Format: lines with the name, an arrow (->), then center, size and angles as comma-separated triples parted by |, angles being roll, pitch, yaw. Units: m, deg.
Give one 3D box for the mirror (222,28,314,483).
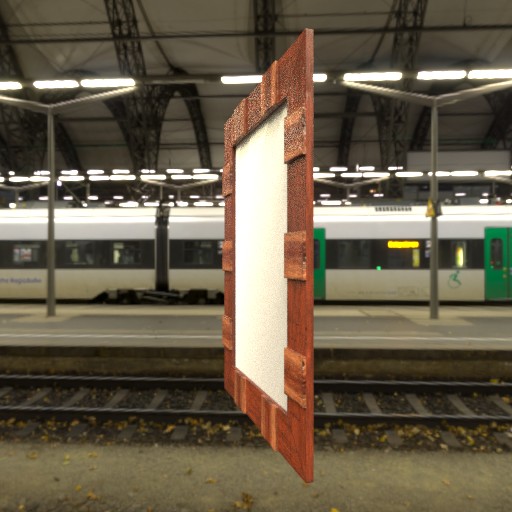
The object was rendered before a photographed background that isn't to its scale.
mirror -> 0.000, 0.000, 1.070 | 0.021, 0.805, 0.600 | 0, 0, -18
